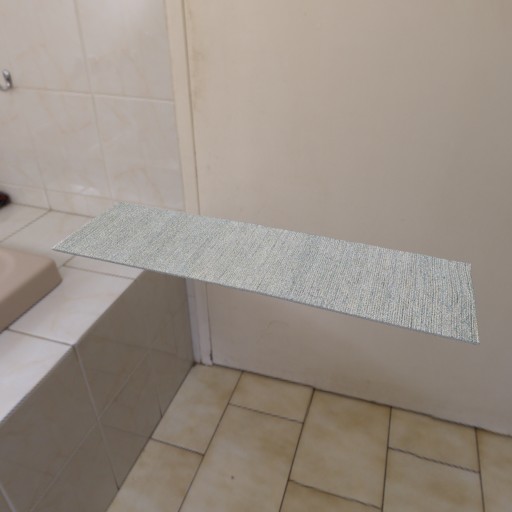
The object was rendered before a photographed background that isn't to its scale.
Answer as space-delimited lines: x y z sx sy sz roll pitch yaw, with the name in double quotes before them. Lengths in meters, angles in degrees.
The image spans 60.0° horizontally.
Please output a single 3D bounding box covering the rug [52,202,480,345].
"rug" 0.000 0.000 2.550 2.341 0.037 0.675 11 34 17
